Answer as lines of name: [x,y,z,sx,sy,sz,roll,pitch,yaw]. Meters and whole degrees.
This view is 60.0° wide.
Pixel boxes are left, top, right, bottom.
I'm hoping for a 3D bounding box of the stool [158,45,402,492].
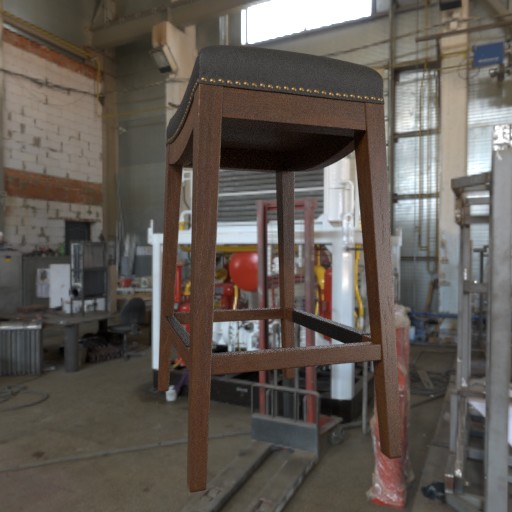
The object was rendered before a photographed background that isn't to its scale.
stool: [0.000,0.000,0.909,0.353,0.664,0.490,0,1,-18]
